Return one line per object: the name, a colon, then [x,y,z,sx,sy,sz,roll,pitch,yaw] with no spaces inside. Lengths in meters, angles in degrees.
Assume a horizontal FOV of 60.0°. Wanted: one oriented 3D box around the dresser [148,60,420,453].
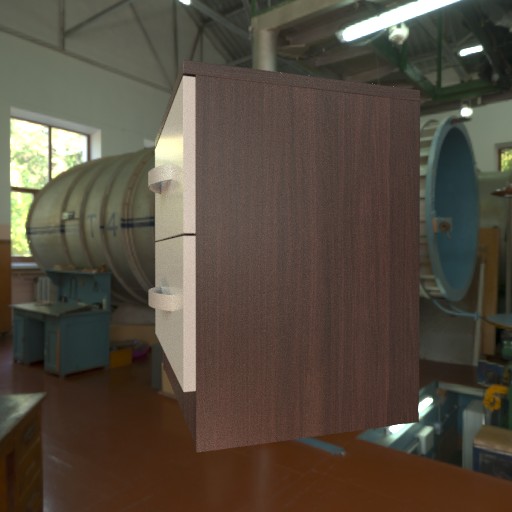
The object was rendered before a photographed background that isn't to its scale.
dresser: [0.000,0.000,0.764,0.360,0.470,0.400,0,1,-17]
